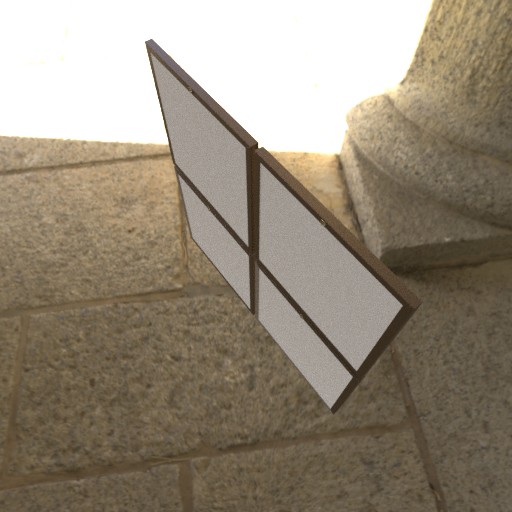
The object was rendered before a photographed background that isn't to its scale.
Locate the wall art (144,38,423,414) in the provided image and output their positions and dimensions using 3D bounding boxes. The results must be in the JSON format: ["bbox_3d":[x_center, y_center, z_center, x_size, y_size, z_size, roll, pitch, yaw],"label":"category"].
[{"bbox_3d":[0.000,0.000,1.501,0.030,1.032,1.032,-33,65,-18],"label":"wall art"}]
